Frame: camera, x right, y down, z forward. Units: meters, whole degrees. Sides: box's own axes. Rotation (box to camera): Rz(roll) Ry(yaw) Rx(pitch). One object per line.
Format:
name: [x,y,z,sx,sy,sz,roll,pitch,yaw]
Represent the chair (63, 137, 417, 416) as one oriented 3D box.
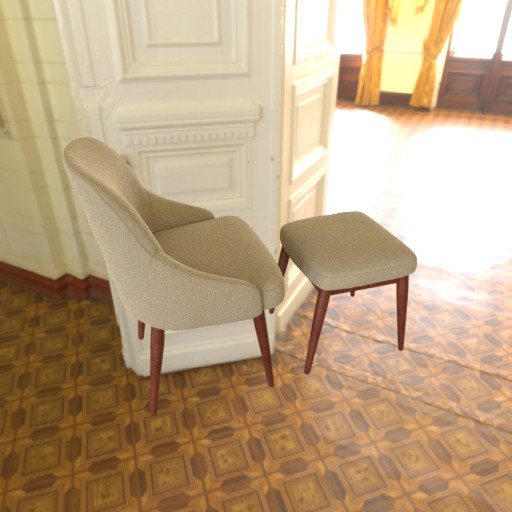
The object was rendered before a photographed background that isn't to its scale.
chair: [0.000,0.000,1.576,1.114,0.866,0.584,-10,32,-16]
